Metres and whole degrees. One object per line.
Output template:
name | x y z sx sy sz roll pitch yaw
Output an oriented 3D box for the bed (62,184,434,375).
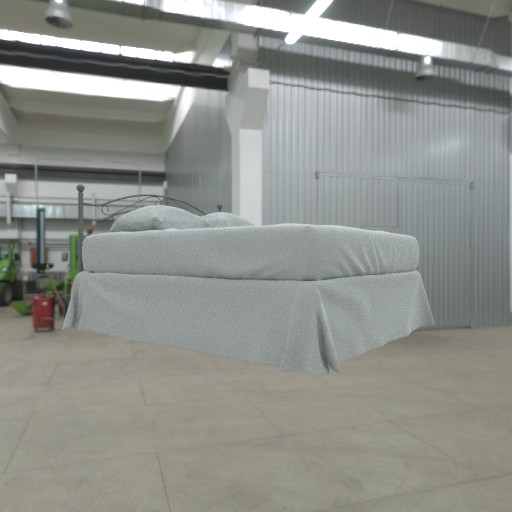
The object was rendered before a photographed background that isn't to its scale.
bed | 0.000 0.000 3.352 2.215 1.080 1.936 0 0 37
